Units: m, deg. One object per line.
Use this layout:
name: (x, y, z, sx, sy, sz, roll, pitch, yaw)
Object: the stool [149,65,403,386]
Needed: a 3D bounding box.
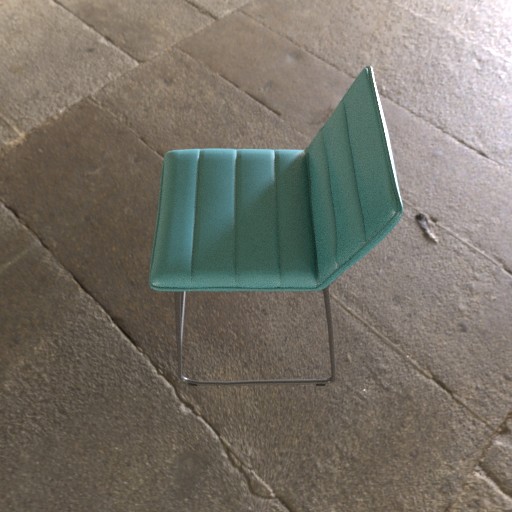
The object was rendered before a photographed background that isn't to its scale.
stool: (0.000, 0.000, 1.221, 0.524, 0.936, 0.489, -1, 60, 0)
